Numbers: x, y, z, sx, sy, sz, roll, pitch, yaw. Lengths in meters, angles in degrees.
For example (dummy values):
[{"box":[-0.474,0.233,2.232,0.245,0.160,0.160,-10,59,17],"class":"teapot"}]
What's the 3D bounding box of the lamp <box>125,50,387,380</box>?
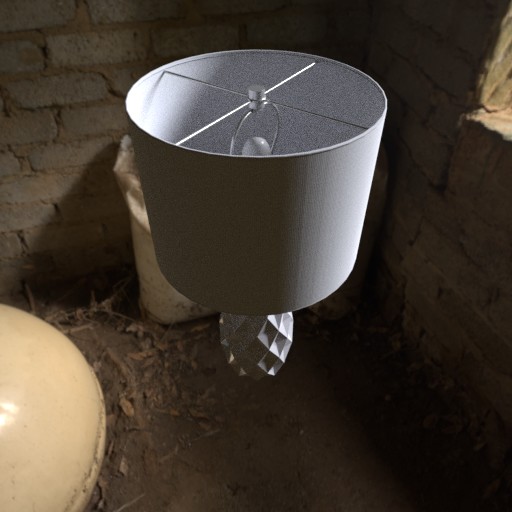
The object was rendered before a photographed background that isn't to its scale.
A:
[{"box":[0.000,0.000,0.686,0.297,0.522,0.297,0,42,0],"class":"lamp"}]
